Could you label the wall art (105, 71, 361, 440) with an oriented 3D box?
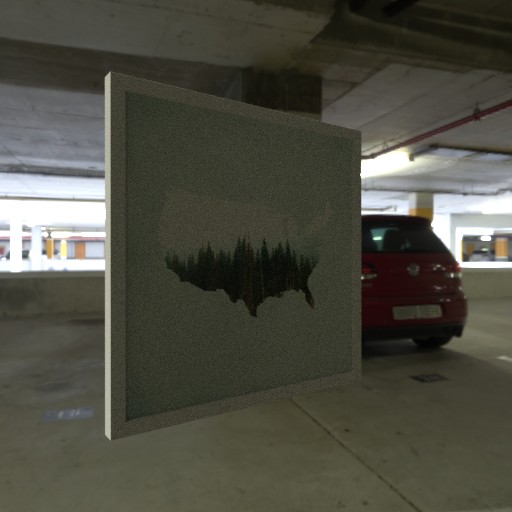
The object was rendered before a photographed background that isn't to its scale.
[{"bbox_3d":[0.000,0.000,1.150,0.762,0.762,0.038,0,0,-35],"label":"wall art"}]
